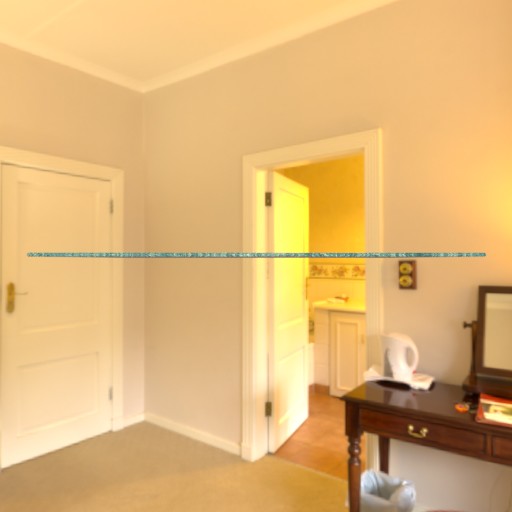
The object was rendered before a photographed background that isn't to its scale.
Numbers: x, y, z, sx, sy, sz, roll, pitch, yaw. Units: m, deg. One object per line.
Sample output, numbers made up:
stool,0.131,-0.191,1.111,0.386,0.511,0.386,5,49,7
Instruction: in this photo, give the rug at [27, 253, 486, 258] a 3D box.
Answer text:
rug,0.000,0.000,4.300,3.217,0.027,2.405,0,0,-1
